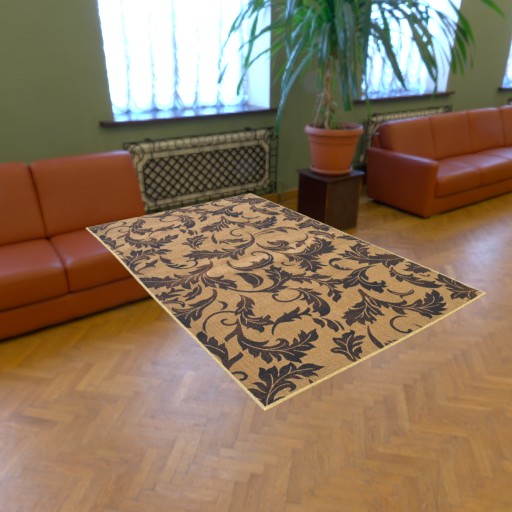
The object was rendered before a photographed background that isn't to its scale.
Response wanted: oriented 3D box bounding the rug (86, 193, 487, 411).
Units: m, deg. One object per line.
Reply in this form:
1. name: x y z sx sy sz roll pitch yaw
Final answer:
1. rug: 0.000 0.000 2.879 1.522 0.008 2.284 -17 30 -32
